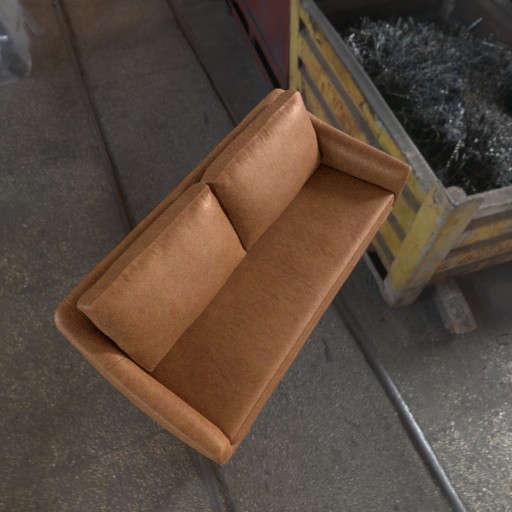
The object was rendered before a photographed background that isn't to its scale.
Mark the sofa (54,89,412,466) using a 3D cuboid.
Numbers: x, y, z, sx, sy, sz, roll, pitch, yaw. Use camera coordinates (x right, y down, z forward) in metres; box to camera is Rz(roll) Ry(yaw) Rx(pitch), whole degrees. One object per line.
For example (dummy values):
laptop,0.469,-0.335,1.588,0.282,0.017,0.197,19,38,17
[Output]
sofa,0.000,0.000,2.561,0.981,0.945,2.036,30,64,17
